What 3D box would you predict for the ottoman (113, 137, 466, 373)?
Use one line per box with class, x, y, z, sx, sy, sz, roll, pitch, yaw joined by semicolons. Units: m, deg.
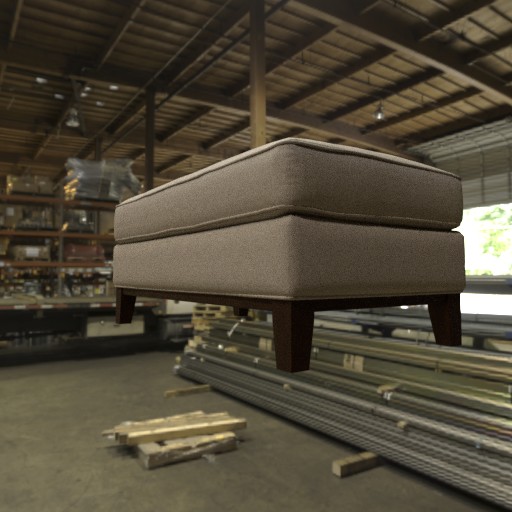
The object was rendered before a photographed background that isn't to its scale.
ottoman;0.000;0.000;1.490;0.648;0.508;1.143;2;-3;-35
